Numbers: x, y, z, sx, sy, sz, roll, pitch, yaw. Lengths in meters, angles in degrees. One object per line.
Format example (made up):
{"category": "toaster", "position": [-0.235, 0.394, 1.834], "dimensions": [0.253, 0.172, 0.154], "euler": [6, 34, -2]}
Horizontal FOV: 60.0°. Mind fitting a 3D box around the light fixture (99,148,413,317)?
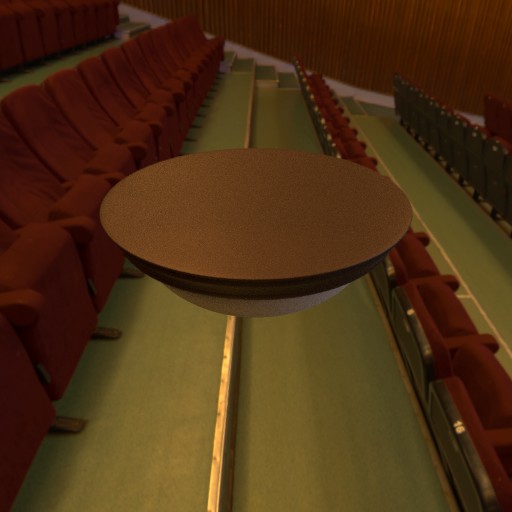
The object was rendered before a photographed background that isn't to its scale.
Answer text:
{"category": "light fixture", "position": [0.000, 0.000, 0.448], "dimensions": [0.280, 0.135, 0.280], "euler": [0, 31, 0]}
